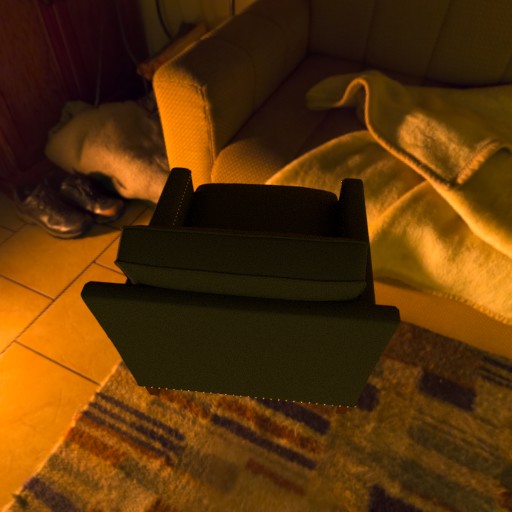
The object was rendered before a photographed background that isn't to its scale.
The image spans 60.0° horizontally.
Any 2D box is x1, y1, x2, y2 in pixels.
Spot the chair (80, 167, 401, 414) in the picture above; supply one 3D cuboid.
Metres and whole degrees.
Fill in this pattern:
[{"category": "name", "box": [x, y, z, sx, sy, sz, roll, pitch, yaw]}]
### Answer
[{"category": "chair", "box": [0.000, 0.000, 1.730, 0.853, 0.943, 1.014, 4, 47, 4]}]
